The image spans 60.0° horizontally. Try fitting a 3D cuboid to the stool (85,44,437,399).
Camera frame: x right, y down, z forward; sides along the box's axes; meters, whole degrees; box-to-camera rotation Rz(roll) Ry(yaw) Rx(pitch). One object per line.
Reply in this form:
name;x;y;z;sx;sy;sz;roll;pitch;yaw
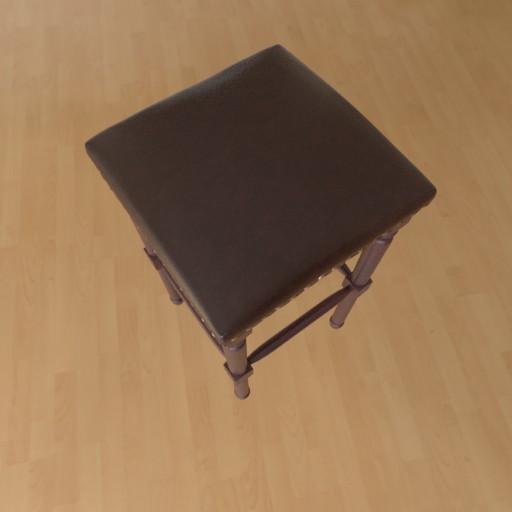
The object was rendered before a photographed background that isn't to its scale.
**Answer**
stool;0.000;0.000;0.923;0.382;0.702;0.383;-33;68;-15
